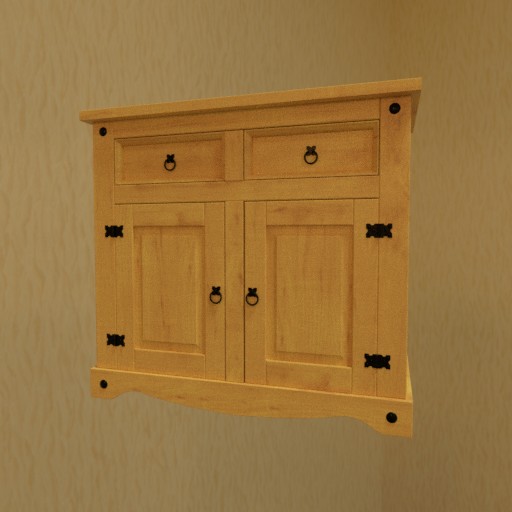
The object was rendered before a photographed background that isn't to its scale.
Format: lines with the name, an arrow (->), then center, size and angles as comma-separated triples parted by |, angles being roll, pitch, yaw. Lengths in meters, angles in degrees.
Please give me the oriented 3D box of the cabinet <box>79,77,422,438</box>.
cabinet -> 0.000, 0.000, 1.369 | 0.920, 0.840, 0.450 | 1, 3, 17
